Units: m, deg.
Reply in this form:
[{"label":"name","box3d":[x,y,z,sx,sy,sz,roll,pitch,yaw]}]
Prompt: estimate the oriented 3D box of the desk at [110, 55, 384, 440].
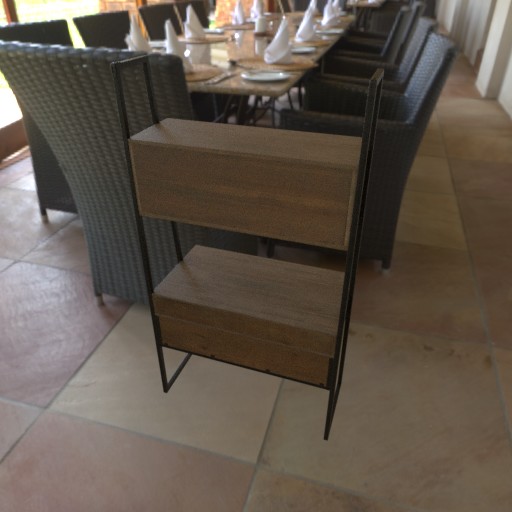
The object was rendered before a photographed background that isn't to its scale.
[{"label":"desk","box3d":[0.000,0.000,2.207,0.982,1.809,0.515,11,34,16]}]
